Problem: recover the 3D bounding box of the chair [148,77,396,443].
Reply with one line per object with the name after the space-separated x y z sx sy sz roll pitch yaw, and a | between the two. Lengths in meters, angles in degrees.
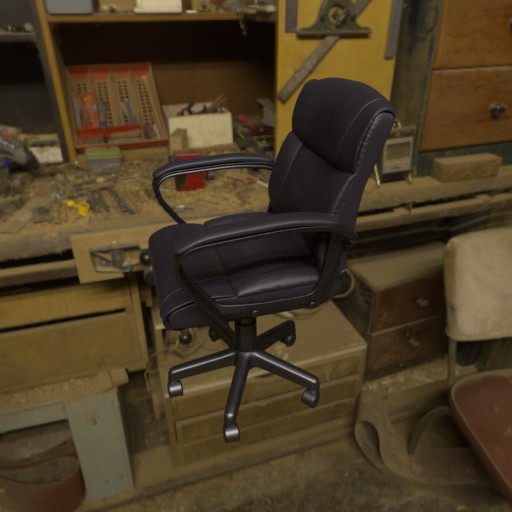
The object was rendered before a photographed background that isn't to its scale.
0.000 0.000 1.380 0.641 0.998 0.576 -8 31 -14 | chair
